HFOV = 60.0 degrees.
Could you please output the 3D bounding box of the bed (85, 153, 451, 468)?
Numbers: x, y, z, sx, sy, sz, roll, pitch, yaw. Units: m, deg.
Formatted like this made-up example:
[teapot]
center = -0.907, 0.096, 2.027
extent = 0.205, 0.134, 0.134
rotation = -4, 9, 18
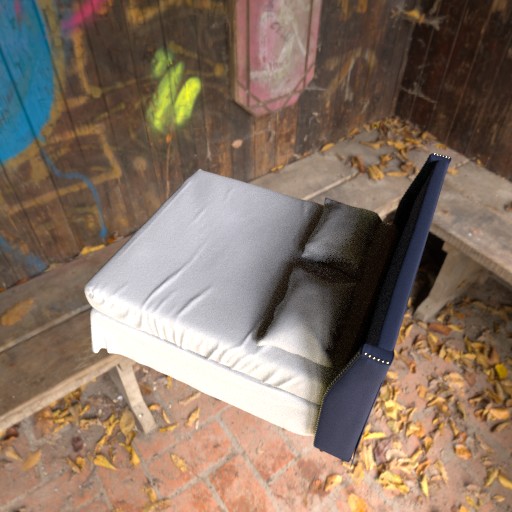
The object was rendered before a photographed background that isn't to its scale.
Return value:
[bed]
center = 0.000, 0.000, 3.411
extent = 2.276, 1.332, 1.925
rotation = 19, 48, 17
